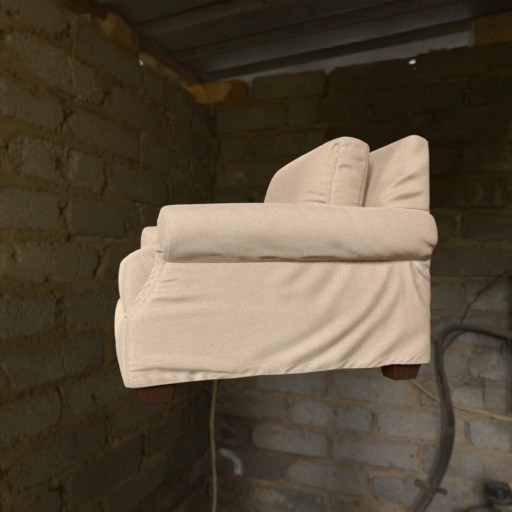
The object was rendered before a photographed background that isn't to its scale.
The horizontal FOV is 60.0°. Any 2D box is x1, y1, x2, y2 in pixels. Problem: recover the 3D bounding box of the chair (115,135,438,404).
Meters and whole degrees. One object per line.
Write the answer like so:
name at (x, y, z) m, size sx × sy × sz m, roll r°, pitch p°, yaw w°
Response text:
chair at (0.000, 0.000, 1.761) m, size 1.066 × 0.866 × 0.940 m, roll 0°, pitch -1°, yaw -18°
